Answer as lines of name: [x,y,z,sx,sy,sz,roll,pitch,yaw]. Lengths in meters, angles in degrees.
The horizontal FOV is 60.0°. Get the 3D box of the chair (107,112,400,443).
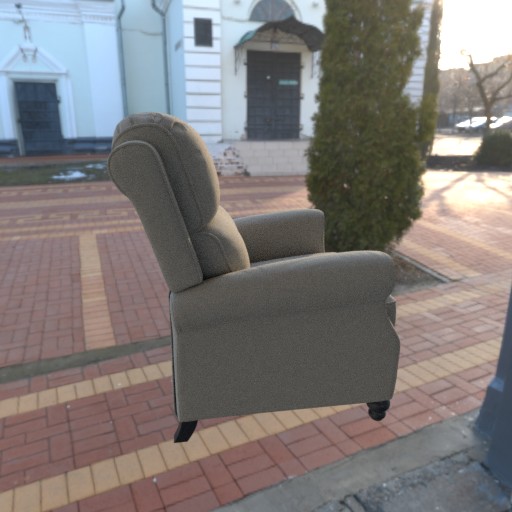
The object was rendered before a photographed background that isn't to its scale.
chair: [0.000,0.000,1.705,0.919,1.046,0.859,-3,17,-8]
